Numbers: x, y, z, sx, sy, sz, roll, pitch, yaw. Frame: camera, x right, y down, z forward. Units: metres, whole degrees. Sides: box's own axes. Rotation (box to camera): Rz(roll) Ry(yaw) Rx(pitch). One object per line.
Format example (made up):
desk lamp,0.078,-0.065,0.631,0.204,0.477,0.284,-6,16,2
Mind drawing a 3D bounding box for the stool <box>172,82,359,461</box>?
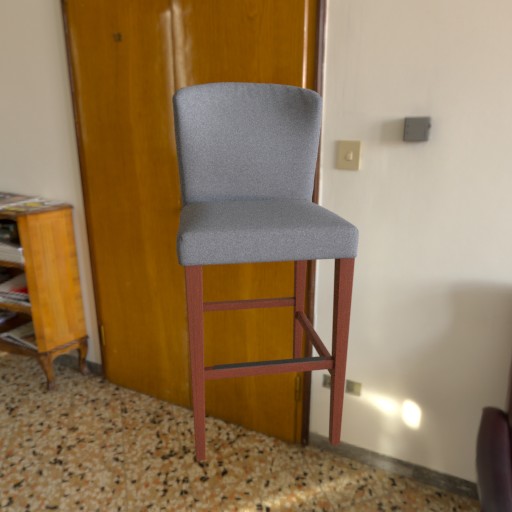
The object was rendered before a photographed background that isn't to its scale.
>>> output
stool,0.000,0.000,1.404,0.481,1.069,0.568,-3,17,-9
